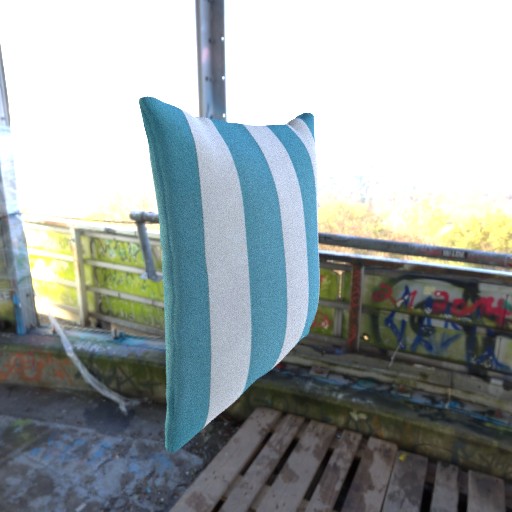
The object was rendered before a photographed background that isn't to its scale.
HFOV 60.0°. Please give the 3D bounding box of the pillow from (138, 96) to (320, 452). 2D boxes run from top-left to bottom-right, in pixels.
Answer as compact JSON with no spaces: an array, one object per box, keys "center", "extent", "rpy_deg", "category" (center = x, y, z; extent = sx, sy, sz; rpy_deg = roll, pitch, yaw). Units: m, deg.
[{"center":[0.000,0.000,0.819],"extent":[0.189,0.526,0.536],"rpy_deg":[8,17,27],"category":"pillow"}]
